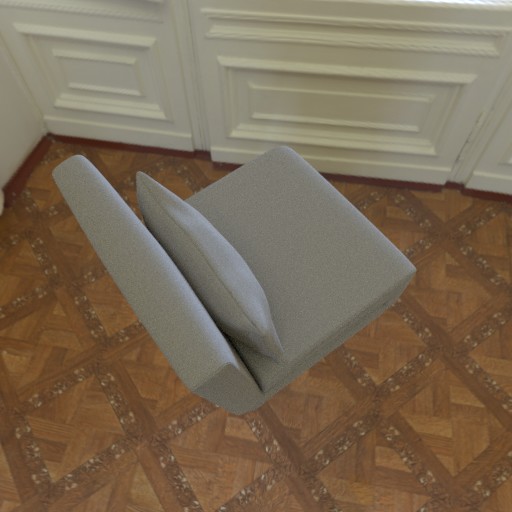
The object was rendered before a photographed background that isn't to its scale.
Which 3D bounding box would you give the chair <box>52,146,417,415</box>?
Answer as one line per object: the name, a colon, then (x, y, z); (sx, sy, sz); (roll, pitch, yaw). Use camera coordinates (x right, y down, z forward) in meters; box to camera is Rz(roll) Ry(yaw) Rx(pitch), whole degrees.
chair: (0.000, 0.000, 1.542); (0.902, 0.808, 0.770); (-32, 64, -18)
